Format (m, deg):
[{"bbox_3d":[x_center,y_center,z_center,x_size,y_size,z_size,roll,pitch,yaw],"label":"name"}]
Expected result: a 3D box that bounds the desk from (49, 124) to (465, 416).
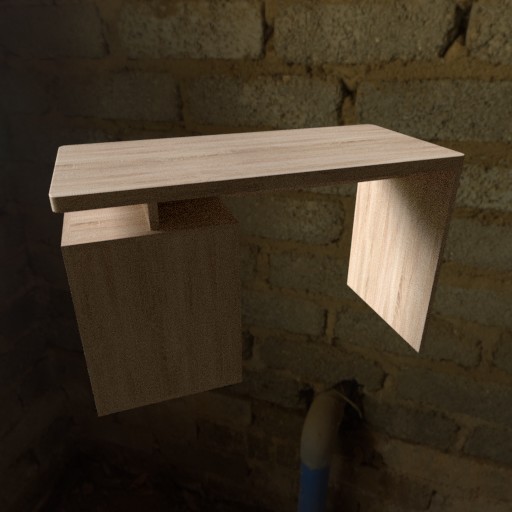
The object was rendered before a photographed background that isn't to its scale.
[{"bbox_3d":[0.000,0.000,1.594,1.200,0.760,0.550,-9,28,-17],"label":"desk"}]
